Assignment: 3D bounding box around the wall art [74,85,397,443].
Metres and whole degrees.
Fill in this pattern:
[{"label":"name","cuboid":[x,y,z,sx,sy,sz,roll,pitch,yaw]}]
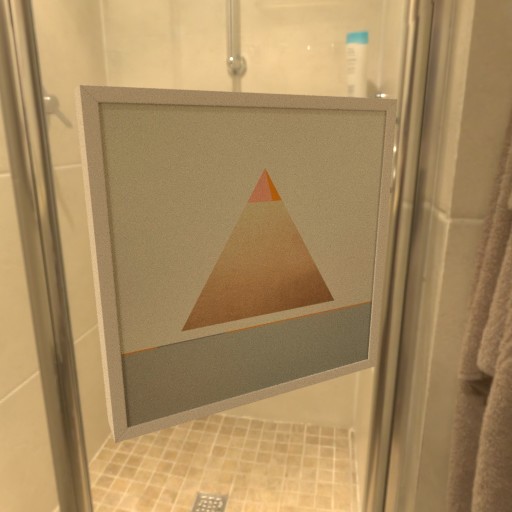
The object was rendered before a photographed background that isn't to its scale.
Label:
[{"label":"wall art","cuboid":[0.000,0.000,0.444,0.305,0.304,0.038,-8,17,-26]}]
